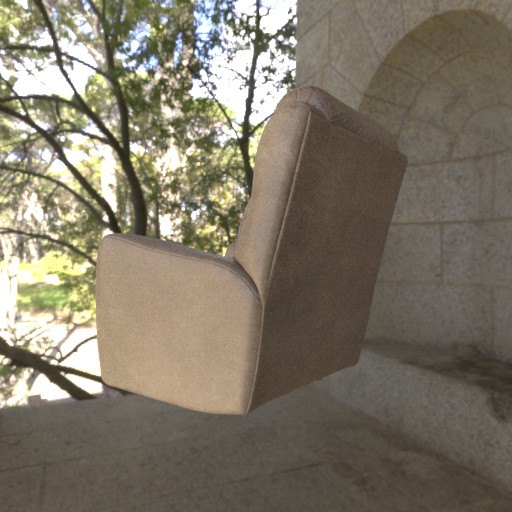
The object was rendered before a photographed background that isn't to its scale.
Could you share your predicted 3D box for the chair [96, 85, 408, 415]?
[{"bbox_3d":[0.000,0.000,1.939,1.068,1.116,0.967,0,0,38],"label":"chair"}]
